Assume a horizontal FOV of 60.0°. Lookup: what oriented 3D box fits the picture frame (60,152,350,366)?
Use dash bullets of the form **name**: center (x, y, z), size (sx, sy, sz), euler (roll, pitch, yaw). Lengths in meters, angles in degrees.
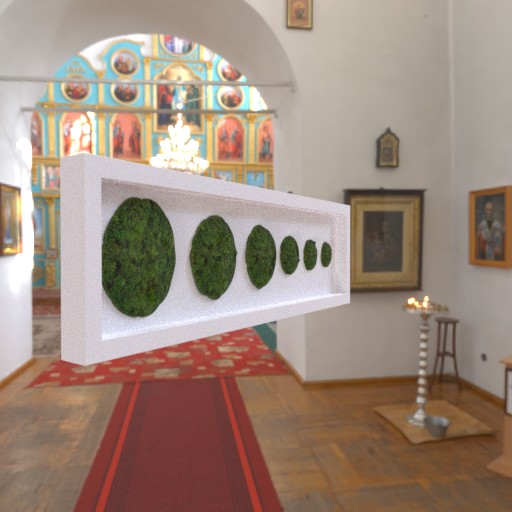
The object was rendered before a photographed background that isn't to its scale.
- **picture frame**: center (0.000, 0.000, 0.841), size (0.050, 0.250, 0.759), euler (1, 1, 36)
